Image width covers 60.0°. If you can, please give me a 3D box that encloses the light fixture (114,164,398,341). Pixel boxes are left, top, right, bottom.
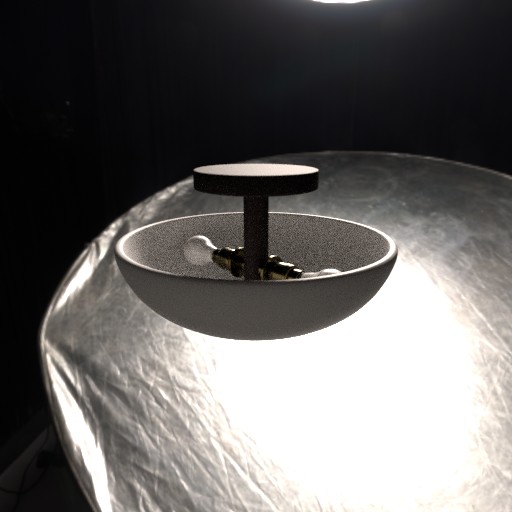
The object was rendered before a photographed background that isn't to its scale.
[{"bbox_3d":[0.000,0.000,0.546,0.331,0.212,0.331,0,16,0],"label":"light fixture"}]
